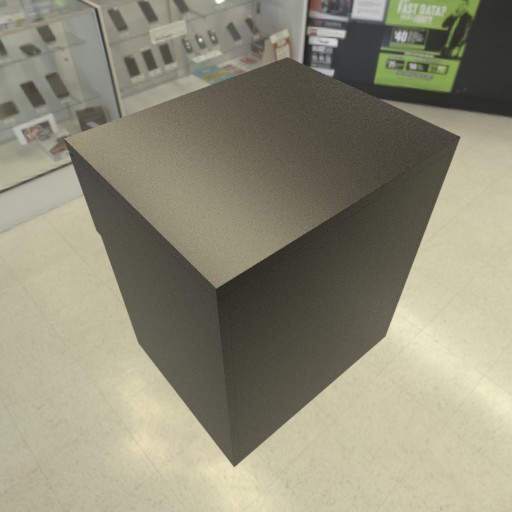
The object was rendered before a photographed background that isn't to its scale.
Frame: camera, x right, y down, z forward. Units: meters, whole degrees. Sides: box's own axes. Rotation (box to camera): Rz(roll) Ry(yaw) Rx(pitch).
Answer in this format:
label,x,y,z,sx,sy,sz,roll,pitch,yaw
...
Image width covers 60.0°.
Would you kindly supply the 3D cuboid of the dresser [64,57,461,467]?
label,x,y,z,sx,sy,sz,roll,pitch,yaw
dresser,0.000,0.000,0.758,0.400,0.470,0.360,-31,54,-27
